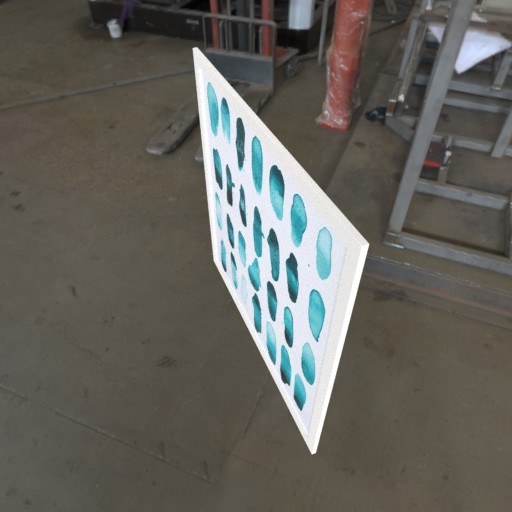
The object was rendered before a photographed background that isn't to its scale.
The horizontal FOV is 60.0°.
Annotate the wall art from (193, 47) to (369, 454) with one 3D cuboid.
[{"bbox_3d":[0.000,0.000,0.827,0.009,0.559,0.558,-17,48,-16],"label":"wall art"}]
